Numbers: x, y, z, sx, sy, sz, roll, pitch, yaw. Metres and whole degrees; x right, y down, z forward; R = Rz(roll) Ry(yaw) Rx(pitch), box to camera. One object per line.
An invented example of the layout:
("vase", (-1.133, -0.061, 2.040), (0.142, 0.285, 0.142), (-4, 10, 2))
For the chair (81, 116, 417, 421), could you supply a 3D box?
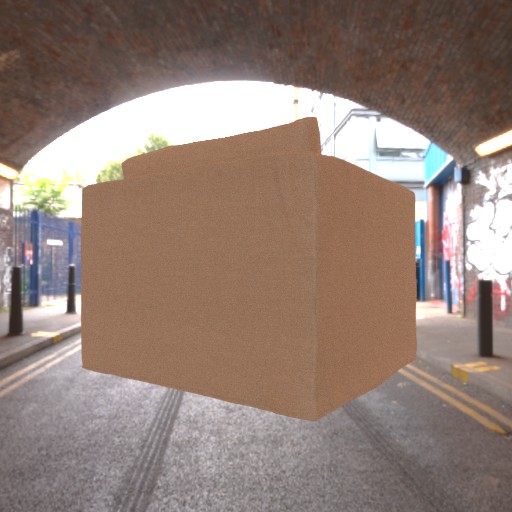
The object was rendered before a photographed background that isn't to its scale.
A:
("chair", (0.000, 0.000, 1.797), (1.057, 0.867, 0.949), (-1, -1, 35))
